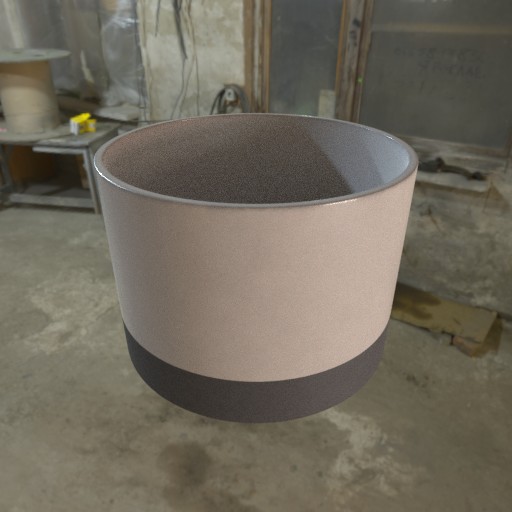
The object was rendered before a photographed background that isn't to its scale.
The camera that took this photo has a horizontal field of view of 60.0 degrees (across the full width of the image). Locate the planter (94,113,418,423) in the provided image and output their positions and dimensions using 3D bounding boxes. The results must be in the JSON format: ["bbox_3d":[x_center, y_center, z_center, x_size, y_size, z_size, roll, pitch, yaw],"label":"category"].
[{"bbox_3d":[0.000,0.000,0.209,0.128,0.105,0.128,0,30,0],"label":"planter"}]
